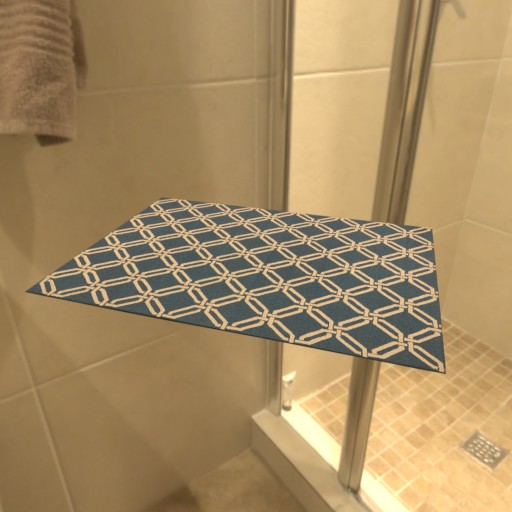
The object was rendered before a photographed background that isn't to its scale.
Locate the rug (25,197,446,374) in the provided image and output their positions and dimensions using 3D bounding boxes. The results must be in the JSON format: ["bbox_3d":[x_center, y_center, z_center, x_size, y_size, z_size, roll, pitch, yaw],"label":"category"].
[{"bbox_3d":[0.000,0.000,4.341,3.342,0.018,2.432,8,29,15],"label":"rug"}]
